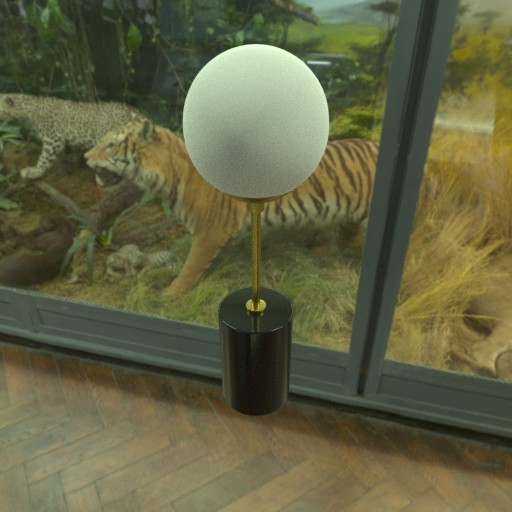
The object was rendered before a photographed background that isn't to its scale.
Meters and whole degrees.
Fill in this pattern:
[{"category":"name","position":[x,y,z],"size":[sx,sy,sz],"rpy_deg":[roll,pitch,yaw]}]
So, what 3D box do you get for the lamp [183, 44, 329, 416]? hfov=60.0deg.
[{"category":"lamp","position":[0.000,0.000,0.555],"size":[0.153,0.480,0.153],"rpy_deg":[0,32,0]}]
